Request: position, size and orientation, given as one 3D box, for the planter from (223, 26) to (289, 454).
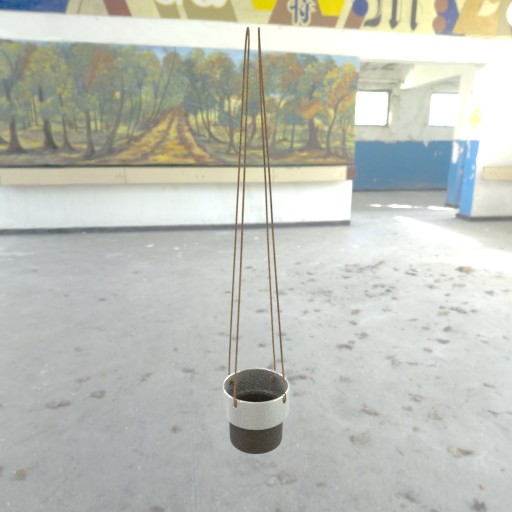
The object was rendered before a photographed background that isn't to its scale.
[{"bbox_3d":[0.000,0.000,1.140,0.187,1.073,0.187,-2,15,-9],"label":"planter"}]
